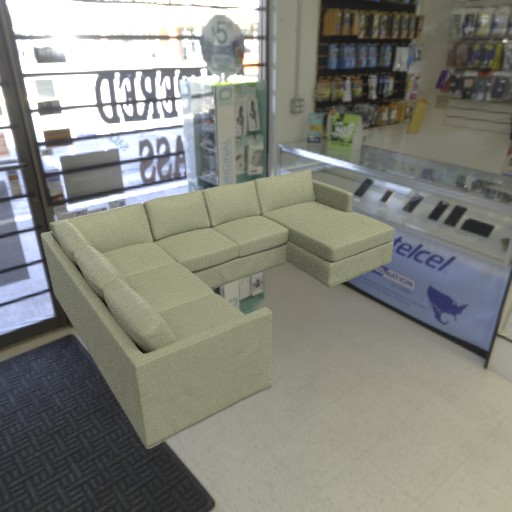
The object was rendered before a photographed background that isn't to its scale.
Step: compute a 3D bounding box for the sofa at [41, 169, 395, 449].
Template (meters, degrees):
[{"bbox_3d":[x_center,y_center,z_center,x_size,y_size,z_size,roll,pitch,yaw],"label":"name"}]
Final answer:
[{"bbox_3d":[0.000,0.000,4.447,3.460,0.882,2.427,-18,31,-32],"label":"sofa"}]
